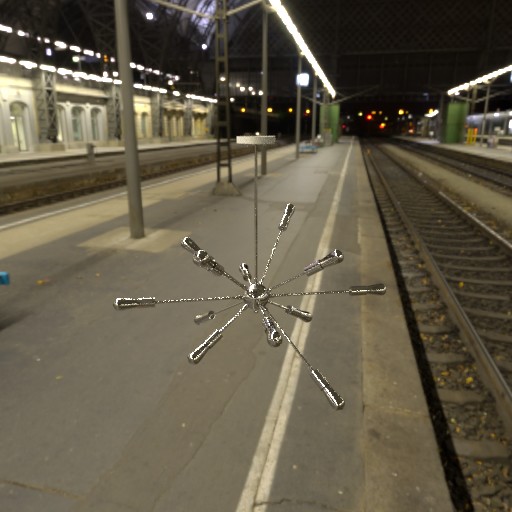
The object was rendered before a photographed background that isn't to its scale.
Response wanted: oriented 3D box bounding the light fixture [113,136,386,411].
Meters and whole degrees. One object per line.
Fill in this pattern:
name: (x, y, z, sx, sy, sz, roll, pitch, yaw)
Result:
light fixture: (0.000, 0.000, 1.071, 0.684, 0.558, 0.509, -3, 16, -9)
